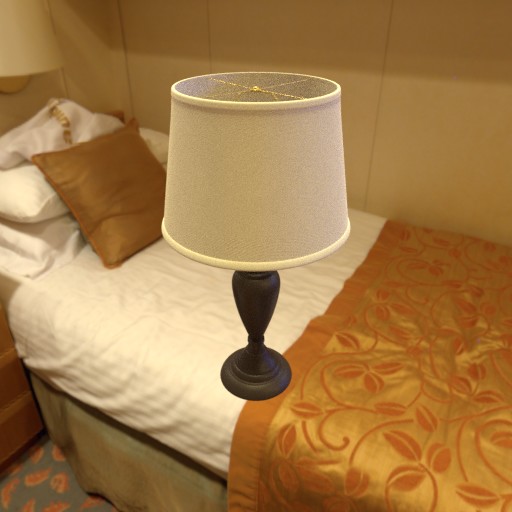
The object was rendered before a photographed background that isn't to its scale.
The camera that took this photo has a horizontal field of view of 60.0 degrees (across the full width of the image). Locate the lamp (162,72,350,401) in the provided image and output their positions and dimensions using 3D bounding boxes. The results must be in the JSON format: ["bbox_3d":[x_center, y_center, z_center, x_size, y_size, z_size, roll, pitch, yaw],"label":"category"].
[{"bbox_3d":[0.000,0.000,0.837,0.335,0.611,0.335,0,31,0],"label":"lamp"}]
